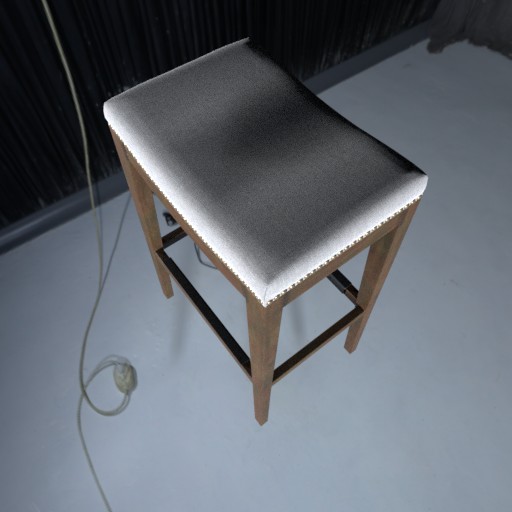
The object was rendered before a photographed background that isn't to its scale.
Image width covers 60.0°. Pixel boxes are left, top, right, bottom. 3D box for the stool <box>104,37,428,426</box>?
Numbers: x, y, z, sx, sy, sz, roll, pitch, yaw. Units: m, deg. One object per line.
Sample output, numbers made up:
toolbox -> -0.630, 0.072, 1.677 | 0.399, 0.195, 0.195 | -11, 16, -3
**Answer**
stool -> 0.000, 0.000, 1.044 | 0.356, 0.762, 0.508 | -33, 64, -19
